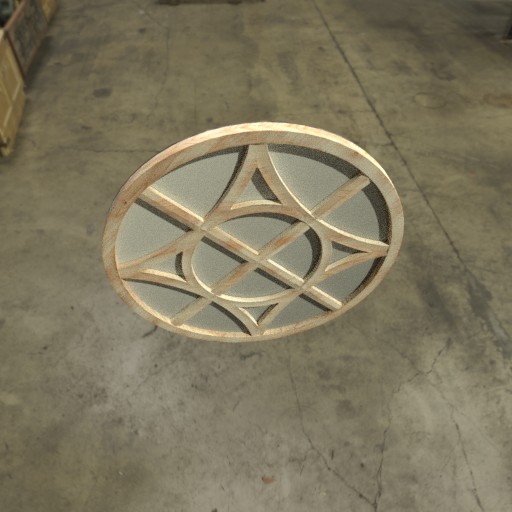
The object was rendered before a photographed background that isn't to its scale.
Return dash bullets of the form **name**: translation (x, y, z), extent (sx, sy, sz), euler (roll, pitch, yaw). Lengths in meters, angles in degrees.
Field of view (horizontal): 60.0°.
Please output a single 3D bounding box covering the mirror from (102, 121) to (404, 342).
- **mirror**: translation (0.000, 0.000, 1.081), extent (0.710, 0.710, 0.038), euler (-5, 47, -5)
